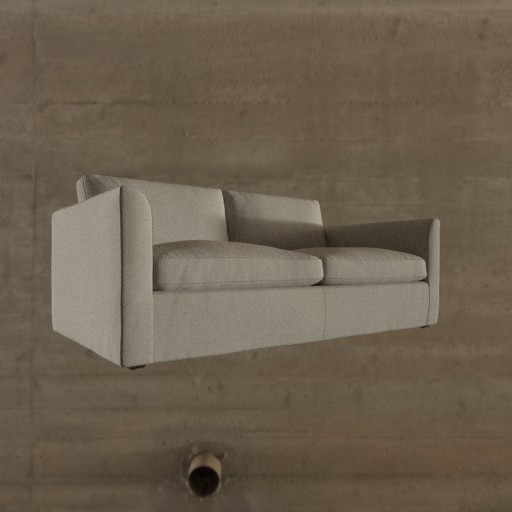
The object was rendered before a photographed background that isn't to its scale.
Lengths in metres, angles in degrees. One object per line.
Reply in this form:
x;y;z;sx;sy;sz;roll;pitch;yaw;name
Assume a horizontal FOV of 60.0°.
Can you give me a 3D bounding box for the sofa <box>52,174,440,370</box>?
0.000;0.000;2.462;1.905;0.839;1.091;1;-1;-36;sofa
